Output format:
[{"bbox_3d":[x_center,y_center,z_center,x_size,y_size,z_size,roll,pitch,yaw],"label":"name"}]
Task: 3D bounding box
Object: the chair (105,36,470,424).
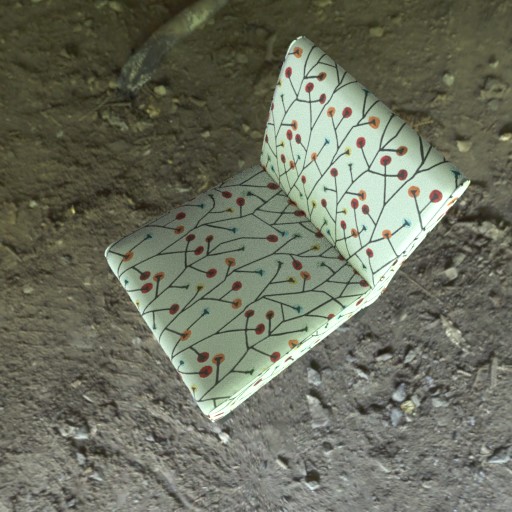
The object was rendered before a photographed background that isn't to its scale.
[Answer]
[{"bbox_3d":[0.000,0.000,1.304,0.732,0.813,0.597,-33,68,-15],"label":"chair"}]
